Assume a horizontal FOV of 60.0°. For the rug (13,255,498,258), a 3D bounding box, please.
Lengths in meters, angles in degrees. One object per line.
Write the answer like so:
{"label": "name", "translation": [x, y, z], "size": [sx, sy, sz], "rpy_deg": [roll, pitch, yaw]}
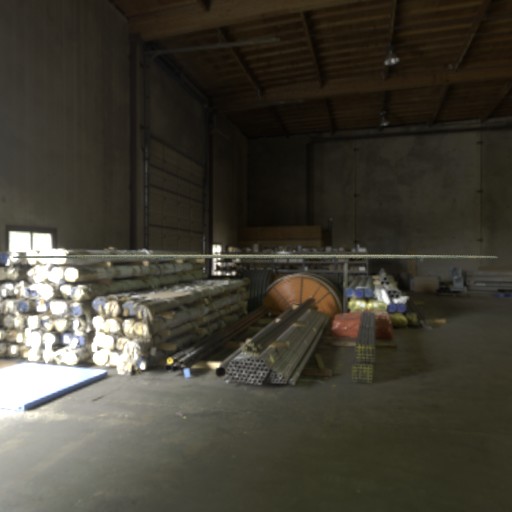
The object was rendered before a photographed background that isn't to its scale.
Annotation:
{"label": "rug", "translation": [0.000, 0.000, 3.989], "size": [3.056, 0.013, 2.441], "rpy_deg": [0, 0, 0]}
